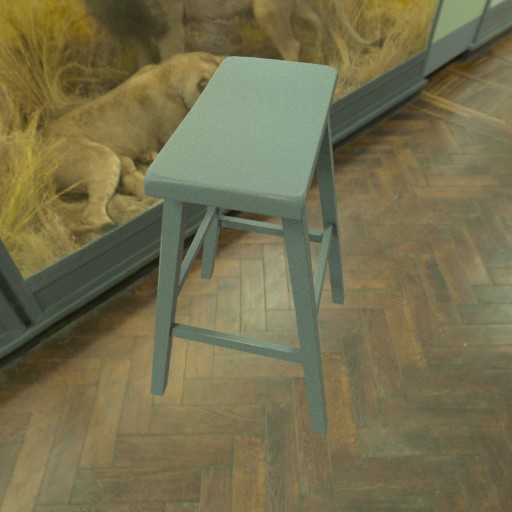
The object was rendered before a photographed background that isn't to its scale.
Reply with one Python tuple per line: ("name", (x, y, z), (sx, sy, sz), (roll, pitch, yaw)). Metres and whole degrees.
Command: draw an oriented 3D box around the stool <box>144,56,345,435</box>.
("stool", (0.000, 0.000, 1.045), (0.476, 0.737, 0.457), (10, 47, 9))
